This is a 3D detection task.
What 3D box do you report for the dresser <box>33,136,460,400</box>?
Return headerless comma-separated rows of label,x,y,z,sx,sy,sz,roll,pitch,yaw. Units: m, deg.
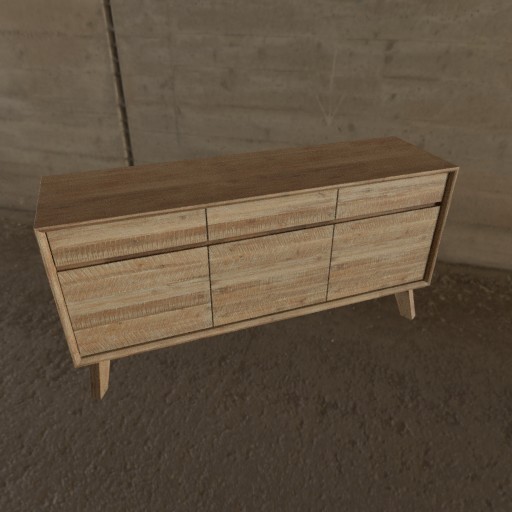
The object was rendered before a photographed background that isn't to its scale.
dresser,0.000,0.000,1.969,1.602,0.788,0.455,-11,33,-16
